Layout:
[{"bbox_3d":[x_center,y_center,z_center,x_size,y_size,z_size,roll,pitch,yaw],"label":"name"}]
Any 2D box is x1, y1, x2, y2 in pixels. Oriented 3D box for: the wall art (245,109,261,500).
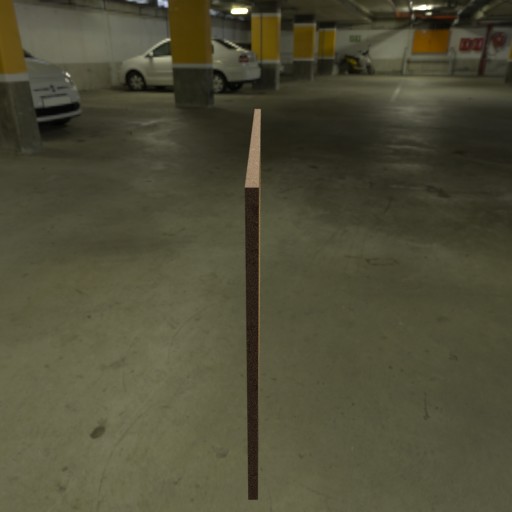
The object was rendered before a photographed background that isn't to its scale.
[{"bbox_3d":[0.000,0.000,1.151,0.019,0.626,0.917,0,25,1],"label":"wall art"}]
